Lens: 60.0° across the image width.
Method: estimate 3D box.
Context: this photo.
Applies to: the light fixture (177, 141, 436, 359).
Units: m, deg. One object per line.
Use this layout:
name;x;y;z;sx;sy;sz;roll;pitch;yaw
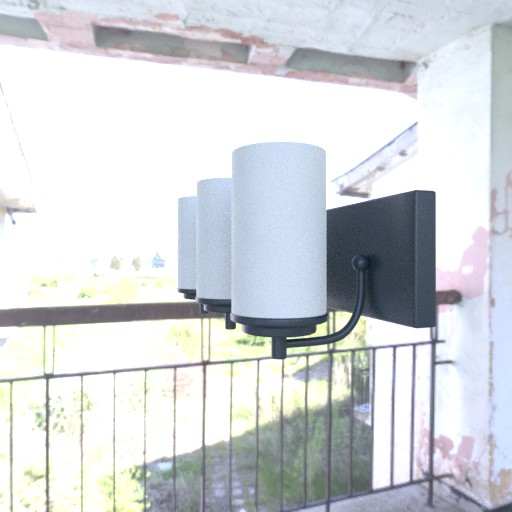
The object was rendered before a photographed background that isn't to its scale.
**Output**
light fixture;0.000;0.000;0.533;0.145;0.172;0.451;0;0;-18
